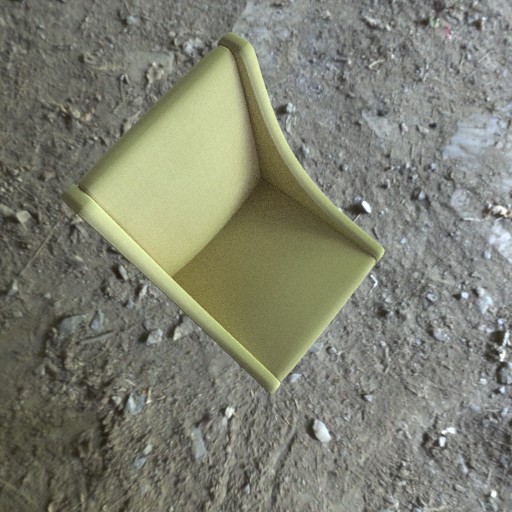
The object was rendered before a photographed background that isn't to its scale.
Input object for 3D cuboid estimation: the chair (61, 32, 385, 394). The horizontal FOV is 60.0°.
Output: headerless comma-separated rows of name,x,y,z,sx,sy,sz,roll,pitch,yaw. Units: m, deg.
chair,0.000,0.000,1.374,0.611,1.021,0.575,39,79,9
